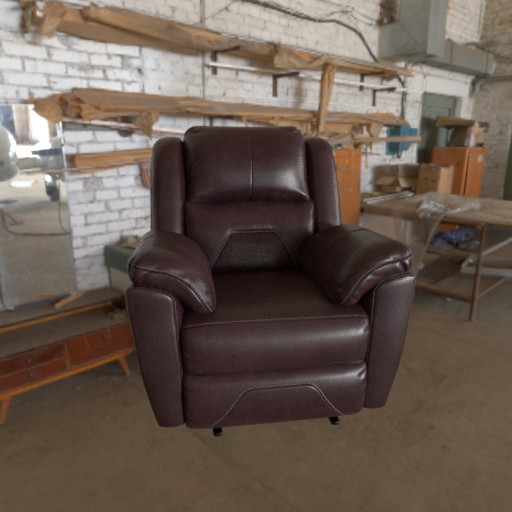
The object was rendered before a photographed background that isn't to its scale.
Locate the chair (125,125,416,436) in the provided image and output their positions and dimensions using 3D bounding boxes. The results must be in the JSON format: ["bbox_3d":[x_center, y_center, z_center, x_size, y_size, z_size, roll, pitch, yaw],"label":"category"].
[{"bbox_3d":[0.000,0.000,1.909,0.990,1.093,1.041,-2,15,-8],"label":"chair"}]
